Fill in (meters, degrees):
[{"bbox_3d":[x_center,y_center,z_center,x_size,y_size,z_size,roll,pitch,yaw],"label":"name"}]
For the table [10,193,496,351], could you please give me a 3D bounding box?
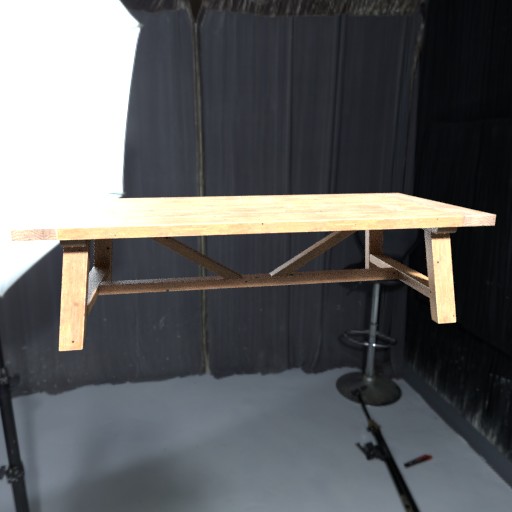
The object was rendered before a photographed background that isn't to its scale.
[{"bbox_3d":[0.000,0.000,2.066,1.800,0.465,0.820,-2,14,-9],"label":"table"}]
